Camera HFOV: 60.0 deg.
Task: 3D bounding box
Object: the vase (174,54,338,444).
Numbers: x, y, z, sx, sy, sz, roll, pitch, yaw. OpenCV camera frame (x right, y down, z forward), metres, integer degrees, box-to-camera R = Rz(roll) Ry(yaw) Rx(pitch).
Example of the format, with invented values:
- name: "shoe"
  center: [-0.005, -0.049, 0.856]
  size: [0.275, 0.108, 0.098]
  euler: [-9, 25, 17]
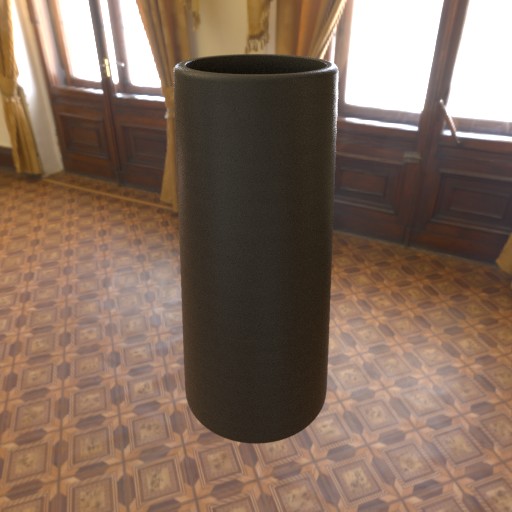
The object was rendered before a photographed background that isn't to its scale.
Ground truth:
- name: "vase"
  center: [0.000, 0.000, 0.360]
  size: [0.136, 0.289, 0.136]
  euler: [23, 37, 33]
